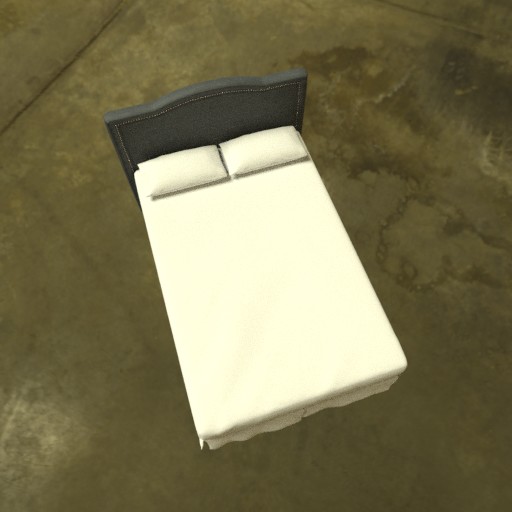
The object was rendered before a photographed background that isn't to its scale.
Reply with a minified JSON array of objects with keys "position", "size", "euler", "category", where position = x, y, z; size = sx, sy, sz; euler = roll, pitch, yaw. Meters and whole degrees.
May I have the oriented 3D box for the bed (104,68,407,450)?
[{"position":[0.000,0.000,3.593],"size":[1.747,1.441,2.507],"euler":[-16,65,-8],"category":"bed"}]
